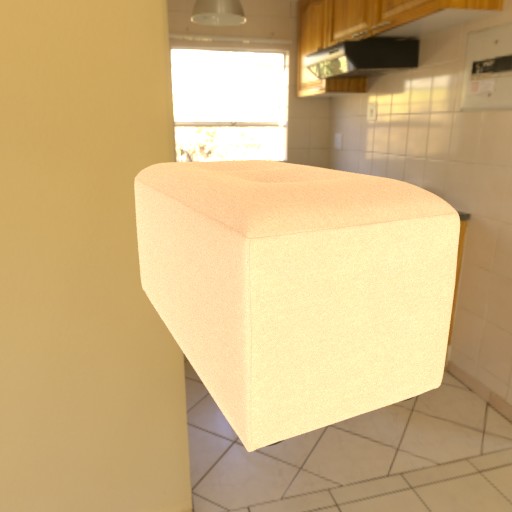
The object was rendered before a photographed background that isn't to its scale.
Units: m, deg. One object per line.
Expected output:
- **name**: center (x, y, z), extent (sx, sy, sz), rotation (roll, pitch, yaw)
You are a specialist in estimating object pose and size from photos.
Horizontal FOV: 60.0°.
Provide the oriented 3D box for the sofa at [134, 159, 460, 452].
- **sofa**: center (0.000, 0.000, 1.209), extent (0.480, 0.470, 0.930), rotation (-8, 18, -24)
